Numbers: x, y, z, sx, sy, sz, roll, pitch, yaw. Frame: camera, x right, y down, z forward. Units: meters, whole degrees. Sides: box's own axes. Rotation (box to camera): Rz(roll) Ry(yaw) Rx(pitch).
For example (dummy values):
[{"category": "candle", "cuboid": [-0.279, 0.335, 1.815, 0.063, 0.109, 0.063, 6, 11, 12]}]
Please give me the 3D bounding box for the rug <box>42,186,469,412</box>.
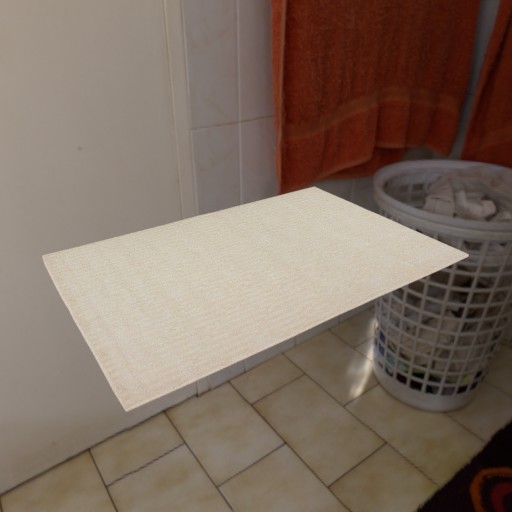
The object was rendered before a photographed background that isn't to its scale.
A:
[{"category": "rug", "cuboid": [0.000, 0.000, 2.288, 1.848, 0.014, 1.238, -18, 34, -29]}]
